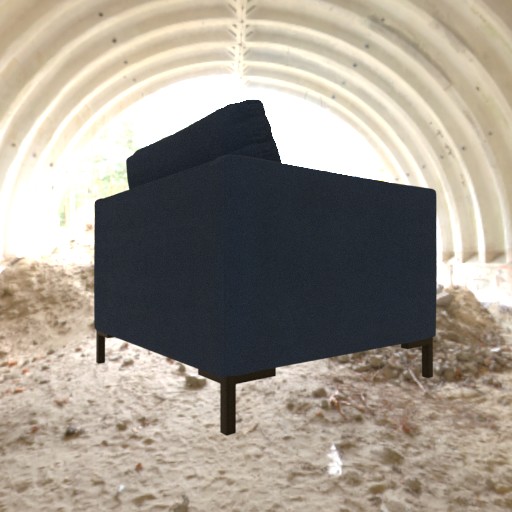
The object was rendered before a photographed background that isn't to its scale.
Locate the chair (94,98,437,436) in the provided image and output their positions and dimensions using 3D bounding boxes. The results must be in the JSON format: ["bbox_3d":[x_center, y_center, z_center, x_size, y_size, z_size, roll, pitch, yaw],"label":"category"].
[{"bbox_3d":[0.000,0.000,1.599,0.875,0.812,0.964,1,-1,-37],"label":"chair"}]
